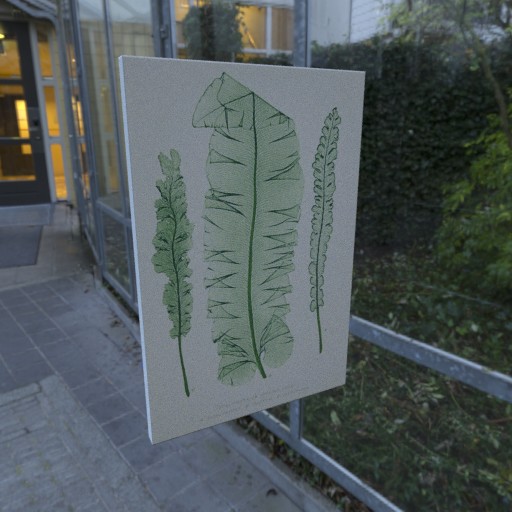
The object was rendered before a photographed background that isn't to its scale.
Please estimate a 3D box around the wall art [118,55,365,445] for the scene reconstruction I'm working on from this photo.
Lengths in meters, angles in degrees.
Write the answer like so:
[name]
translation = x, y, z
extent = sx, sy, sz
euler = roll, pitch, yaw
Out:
[wall art]
translation = 0.000, 0.000, 1.149
extent = 0.610, 0.914, 0.038
euler = -8, 18, -26
